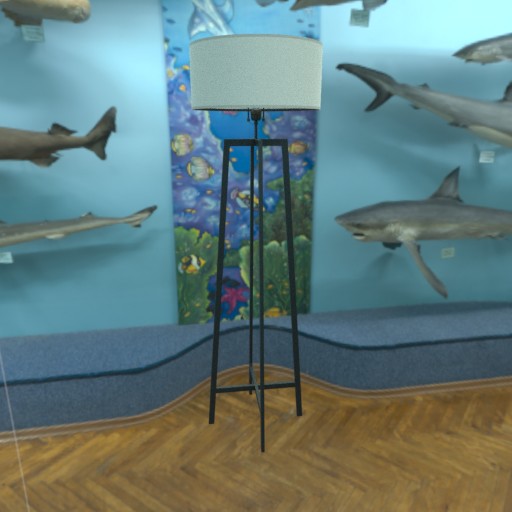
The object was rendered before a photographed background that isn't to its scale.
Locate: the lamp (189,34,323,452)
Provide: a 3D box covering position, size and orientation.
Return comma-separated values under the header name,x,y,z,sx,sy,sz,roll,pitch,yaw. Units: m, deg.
name,x,y,z,sx,sy,sz,roll,pitch,yaw
lamp,0.000,0.000,1.747,0.457,1.510,0.456,-2,17,-7
